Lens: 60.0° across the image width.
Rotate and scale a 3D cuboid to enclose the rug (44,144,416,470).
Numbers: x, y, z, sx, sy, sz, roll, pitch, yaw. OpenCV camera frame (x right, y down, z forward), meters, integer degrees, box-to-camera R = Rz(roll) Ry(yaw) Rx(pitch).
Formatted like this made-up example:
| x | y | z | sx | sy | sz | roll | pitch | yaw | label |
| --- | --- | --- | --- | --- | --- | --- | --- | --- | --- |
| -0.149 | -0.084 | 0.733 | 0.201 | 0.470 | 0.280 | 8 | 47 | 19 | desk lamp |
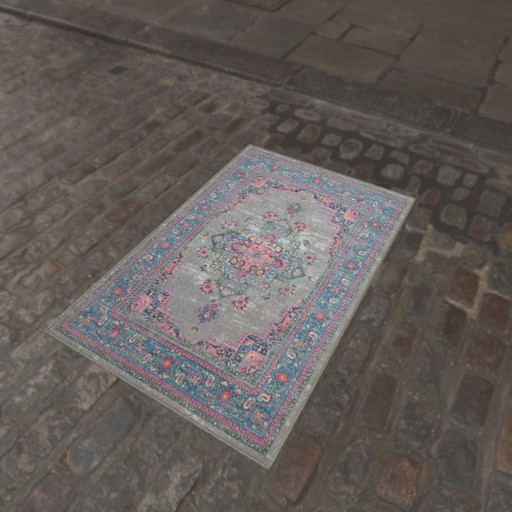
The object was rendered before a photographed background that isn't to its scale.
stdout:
| x | y | z | sx | sy | sz | roll | pitch | yaw | label |
| --- | --- | --- | --- | --- | --- | --- | --- | --- | --- |
| 0.000 | 0.000 | 2.270 | 1.144 | 0.014 | 1.748 | 23 | 51 | 21 | rug |
